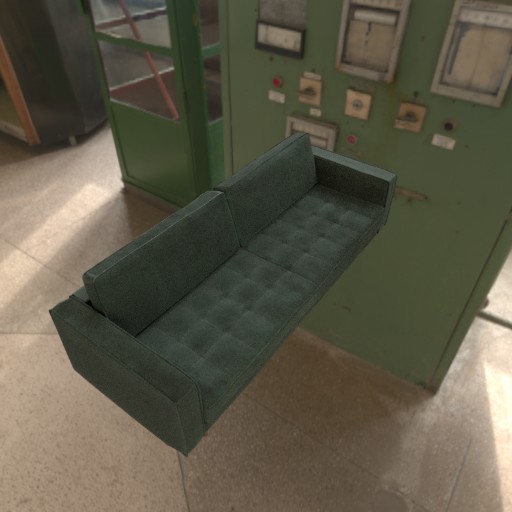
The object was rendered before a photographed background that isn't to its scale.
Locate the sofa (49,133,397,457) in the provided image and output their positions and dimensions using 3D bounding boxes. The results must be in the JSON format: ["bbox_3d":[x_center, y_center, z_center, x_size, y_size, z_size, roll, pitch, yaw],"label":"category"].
[{"bbox_3d":[0.000,0.000,2.694,0.886,0.781,2.214,26,47,27],"label":"sofa"}]
